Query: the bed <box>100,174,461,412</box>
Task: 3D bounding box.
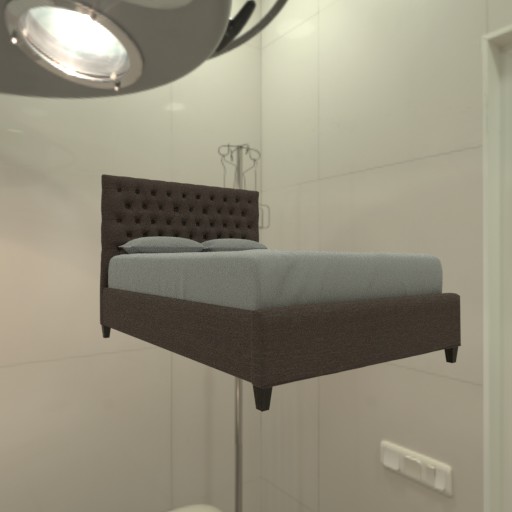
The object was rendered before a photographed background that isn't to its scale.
[{"bbox_3d":[0.000,0.000,3.432,1.698,1.427,2.387,0,0,-36],"label":"bed"}]
